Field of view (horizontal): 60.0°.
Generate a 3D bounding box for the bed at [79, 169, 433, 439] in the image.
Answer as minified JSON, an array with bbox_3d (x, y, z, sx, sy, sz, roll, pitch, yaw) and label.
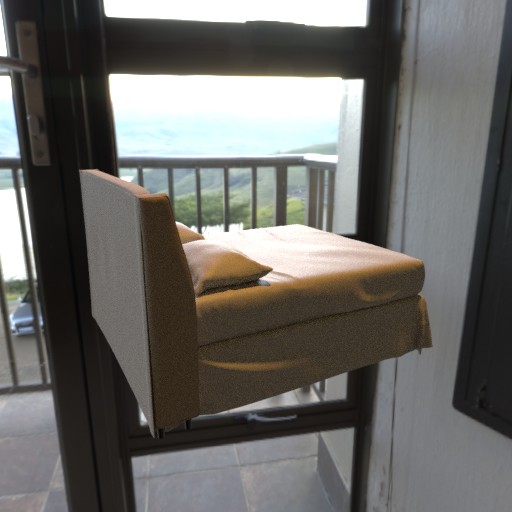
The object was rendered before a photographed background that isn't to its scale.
[{"bbox_3d":[0.000,0.000,3.489,2.276,1.332,1.925,-8,17,-28],"label":"bed"}]
